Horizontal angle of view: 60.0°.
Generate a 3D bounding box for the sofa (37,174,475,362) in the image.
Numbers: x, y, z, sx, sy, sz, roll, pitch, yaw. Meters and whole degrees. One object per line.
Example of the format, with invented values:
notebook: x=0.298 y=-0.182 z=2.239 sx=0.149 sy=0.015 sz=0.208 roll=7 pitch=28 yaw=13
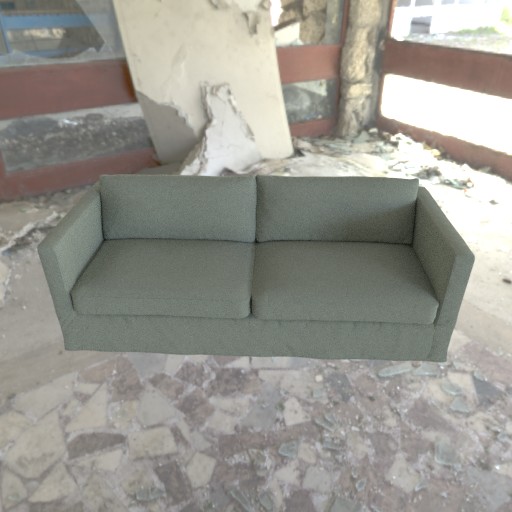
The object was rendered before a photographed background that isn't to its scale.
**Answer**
sofa: x=0.000 y=0.000 z=2.811 sx=2.312 sy=0.853 sz=0.962 roll=1 pitch=32 yaw=2
